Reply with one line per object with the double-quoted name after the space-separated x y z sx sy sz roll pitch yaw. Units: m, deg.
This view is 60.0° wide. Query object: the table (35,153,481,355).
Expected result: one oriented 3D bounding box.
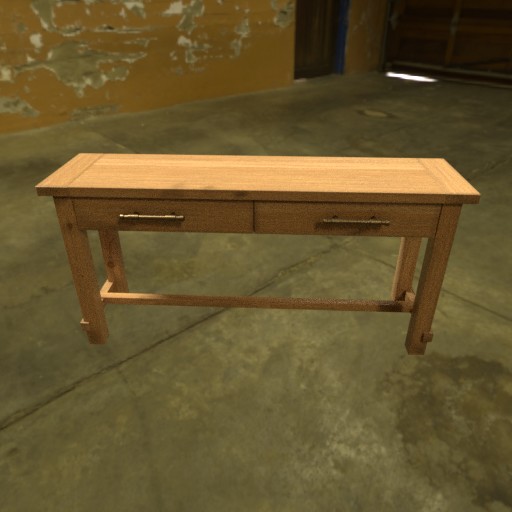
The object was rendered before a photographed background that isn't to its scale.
0.000 0.000 1.939 1.599 0.762 0.442 1 30 2 "table"
